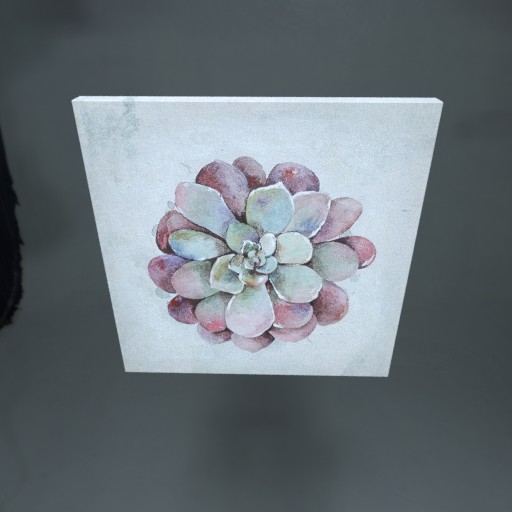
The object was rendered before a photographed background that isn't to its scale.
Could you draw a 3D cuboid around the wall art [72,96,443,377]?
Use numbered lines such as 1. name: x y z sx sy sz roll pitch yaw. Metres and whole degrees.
1. wall art: 0.000 0.000 0.889 0.605 0.605 0.044 1 30 1
